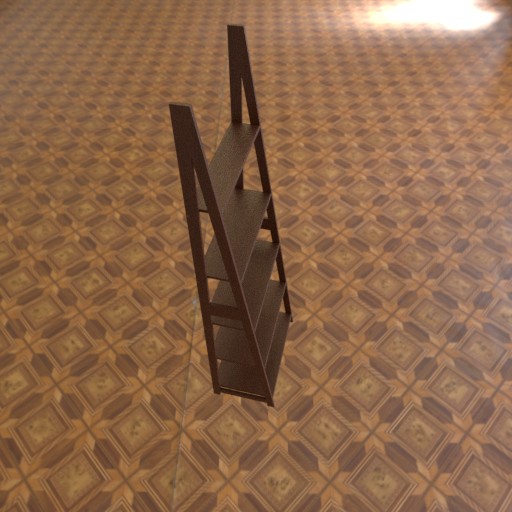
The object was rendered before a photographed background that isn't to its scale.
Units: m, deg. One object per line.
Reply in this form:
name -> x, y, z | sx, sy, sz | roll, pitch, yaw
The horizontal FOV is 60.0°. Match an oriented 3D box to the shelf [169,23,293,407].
shelf -> 0.000, 0.000, 2.032 | 0.350, 1.770, 0.600 | 10, 48, 9
